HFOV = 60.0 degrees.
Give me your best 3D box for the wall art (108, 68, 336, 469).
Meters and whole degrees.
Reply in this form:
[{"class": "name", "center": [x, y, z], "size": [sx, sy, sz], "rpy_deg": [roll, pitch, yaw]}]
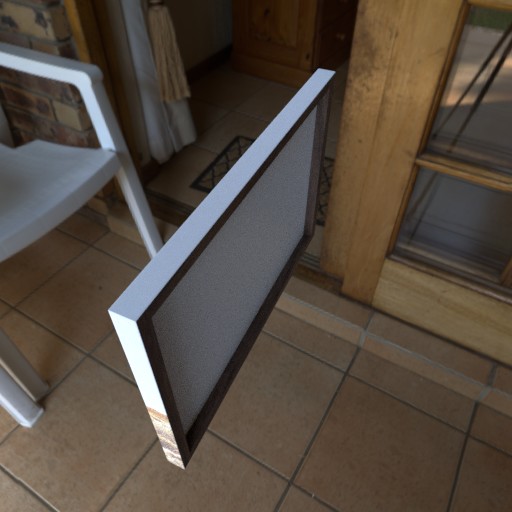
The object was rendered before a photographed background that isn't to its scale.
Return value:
[{"class": "wall art", "center": [0.000, 0.000, 1.147], "size": [0.050, 0.610, 0.914], "rpy_deg": [19, 49, 17]}]
